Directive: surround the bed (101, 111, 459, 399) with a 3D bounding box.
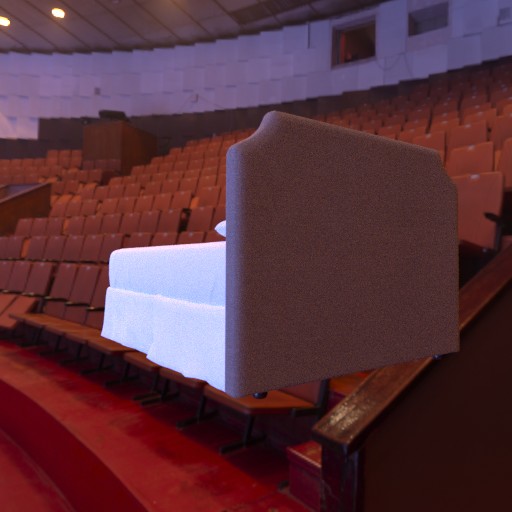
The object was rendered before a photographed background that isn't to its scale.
[{"bbox_3d":[0.000,0.000,3.185,1.693,1.290,2.116,0,-1,-35],"label":"bed"}]
